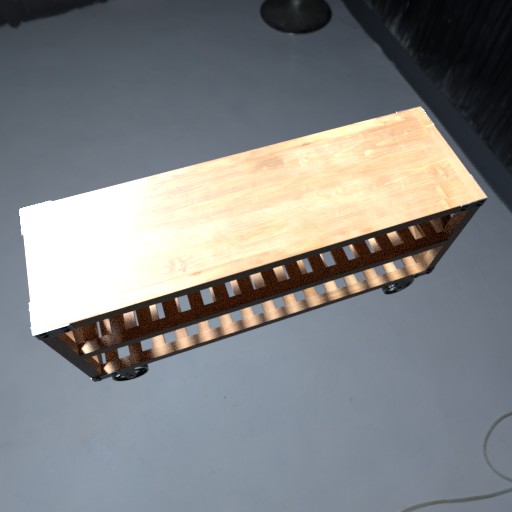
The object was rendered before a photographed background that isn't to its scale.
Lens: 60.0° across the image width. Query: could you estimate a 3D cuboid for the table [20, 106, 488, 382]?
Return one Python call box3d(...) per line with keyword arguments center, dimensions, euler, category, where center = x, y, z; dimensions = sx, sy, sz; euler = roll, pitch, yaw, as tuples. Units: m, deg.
box3d(center=(0.000, 0.000, 1.770), dimensions=(1.487, 0.711, 0.467), euler=(-17, 62, -9), category="table")
